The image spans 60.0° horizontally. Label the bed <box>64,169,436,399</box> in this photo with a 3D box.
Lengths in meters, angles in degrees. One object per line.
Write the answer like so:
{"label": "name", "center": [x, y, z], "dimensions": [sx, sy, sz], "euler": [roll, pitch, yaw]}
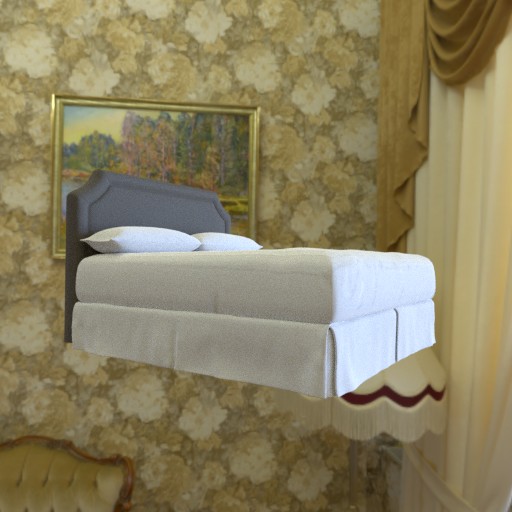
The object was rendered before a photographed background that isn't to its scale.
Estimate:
{"label": "bed", "center": [0.000, 0.000, 3.885], "dimensions": [2.536, 1.561, 2.194], "euler": [-1, -1, 36]}
